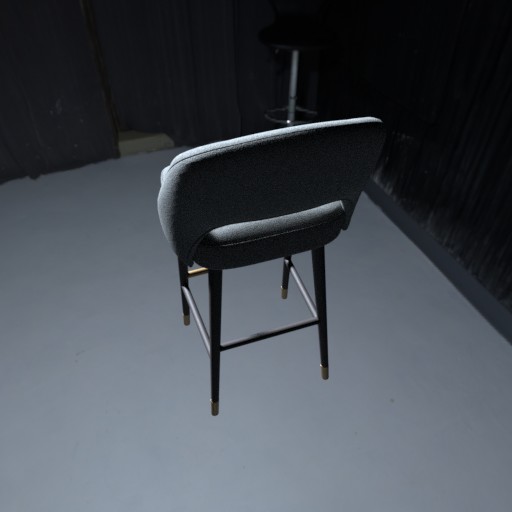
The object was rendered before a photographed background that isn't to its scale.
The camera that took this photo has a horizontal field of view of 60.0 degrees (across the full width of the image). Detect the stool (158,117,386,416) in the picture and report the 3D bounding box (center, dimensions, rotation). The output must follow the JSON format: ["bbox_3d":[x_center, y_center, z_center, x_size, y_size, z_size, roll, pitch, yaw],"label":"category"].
[{"bbox_3d":[0.000,0.000,1.372,0.536,1.089,0.524,-14,45,-14],"label":"stool"}]
